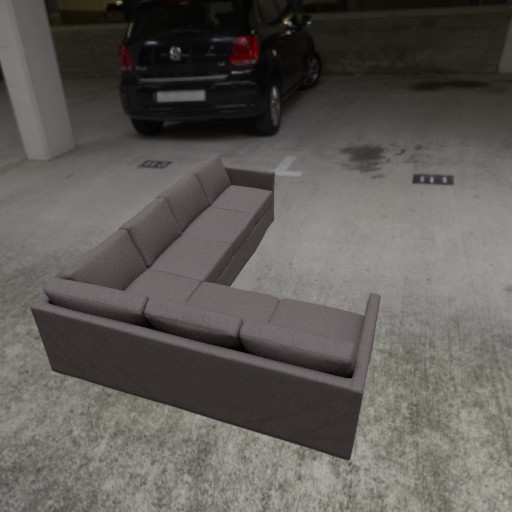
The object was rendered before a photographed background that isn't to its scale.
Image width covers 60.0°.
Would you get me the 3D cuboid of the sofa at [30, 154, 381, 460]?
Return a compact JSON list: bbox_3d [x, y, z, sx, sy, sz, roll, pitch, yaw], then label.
[{"bbox_3d":[0.000,0.000,4.294,2.432,0.871,3.182,10,34,16],"label":"sofa"}]
